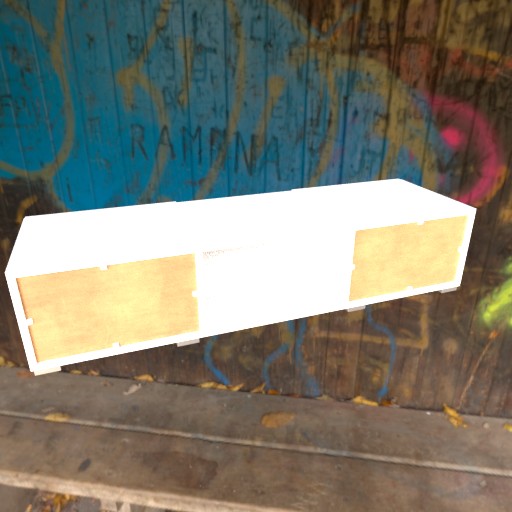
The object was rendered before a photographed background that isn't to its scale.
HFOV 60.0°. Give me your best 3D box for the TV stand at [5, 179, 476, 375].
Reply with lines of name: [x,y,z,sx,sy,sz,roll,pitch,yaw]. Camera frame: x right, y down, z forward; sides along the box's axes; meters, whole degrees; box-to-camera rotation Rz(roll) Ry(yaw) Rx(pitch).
TV stand: [0.000,0.000,1.497,1.400,0.310,0.420,-8,26,-18]
